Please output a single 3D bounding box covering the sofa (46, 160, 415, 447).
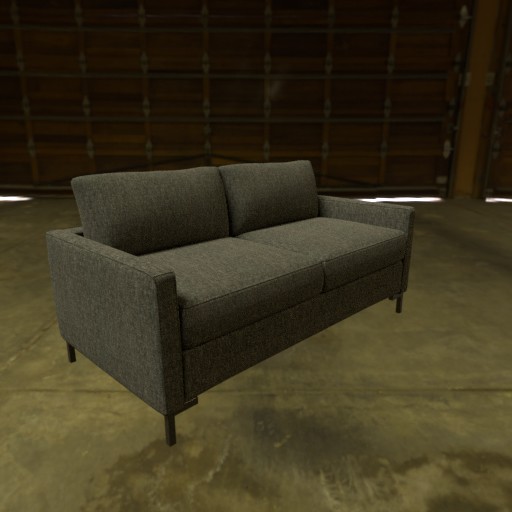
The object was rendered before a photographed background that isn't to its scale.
[{"bbox_3d":[0.000,0.000,2.216,0.866,0.862,1.716,15,22,43],"label":"sofa"}]
